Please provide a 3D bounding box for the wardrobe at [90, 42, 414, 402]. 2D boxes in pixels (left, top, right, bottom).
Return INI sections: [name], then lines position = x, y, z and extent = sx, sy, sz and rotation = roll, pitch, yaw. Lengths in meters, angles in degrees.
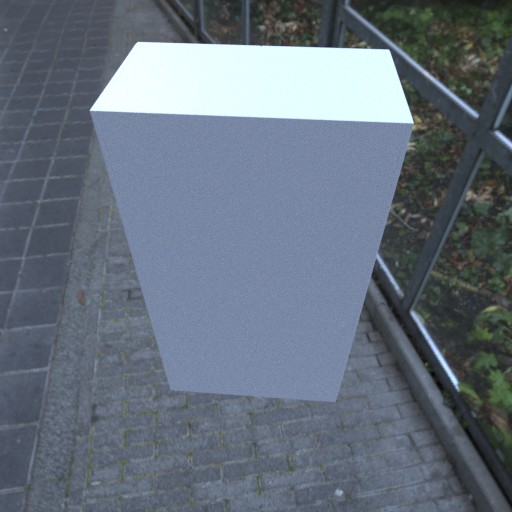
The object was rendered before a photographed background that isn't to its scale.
[wardrobe]
position = 0.000, 0.000, 2.195
extent = 0.991, 1.808, 0.577
rotation = 3, 46, 3
